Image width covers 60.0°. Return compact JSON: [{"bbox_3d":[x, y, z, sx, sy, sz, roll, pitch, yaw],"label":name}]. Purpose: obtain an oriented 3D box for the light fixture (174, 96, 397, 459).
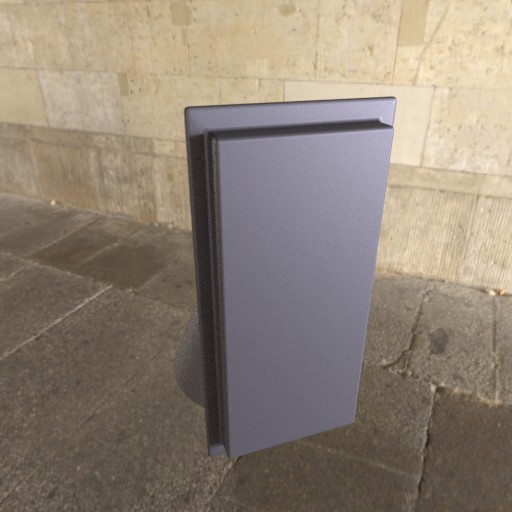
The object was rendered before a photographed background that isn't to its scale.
[{"bbox_3d":[0.000,0.000,0.418,0.170,0.298,0.207,-9,28,-17],"label":"light fixture"}]
